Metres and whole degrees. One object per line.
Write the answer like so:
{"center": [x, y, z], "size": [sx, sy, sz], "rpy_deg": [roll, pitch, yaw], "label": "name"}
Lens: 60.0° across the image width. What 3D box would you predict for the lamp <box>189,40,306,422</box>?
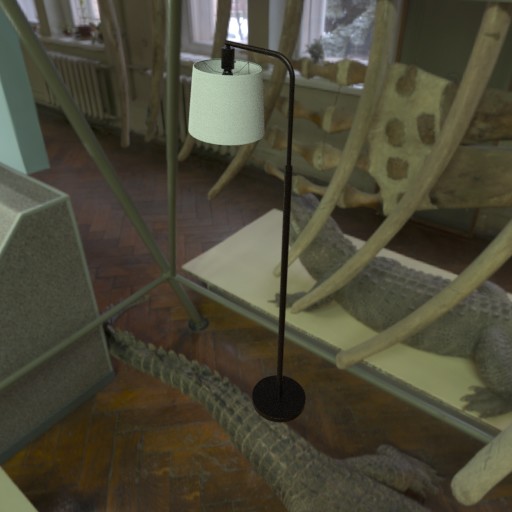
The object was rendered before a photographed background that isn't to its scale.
{"center": [0.000, 0.000, 1.694], "size": [0.508, 1.478, 0.254], "rpy_deg": [23, 40, 30], "label": "lamp"}
